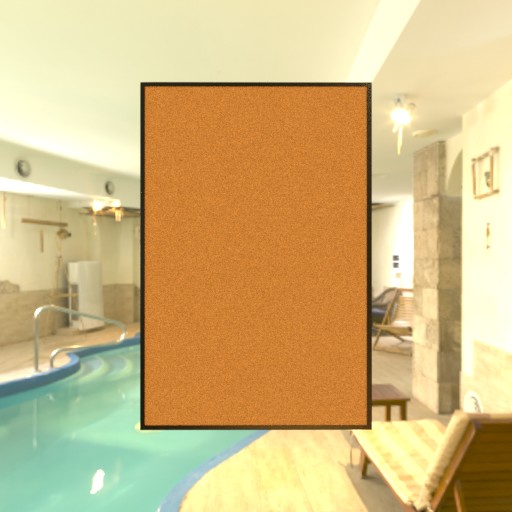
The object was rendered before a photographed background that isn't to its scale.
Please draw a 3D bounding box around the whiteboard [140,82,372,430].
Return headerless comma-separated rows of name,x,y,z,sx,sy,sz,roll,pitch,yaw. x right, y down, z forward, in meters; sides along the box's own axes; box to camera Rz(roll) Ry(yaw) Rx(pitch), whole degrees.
whiteboard,0.000,0.000,0.789,0.406,0.611,0.026,0,0,0
